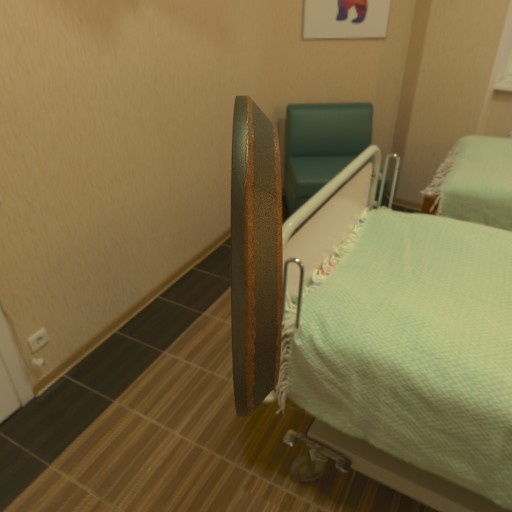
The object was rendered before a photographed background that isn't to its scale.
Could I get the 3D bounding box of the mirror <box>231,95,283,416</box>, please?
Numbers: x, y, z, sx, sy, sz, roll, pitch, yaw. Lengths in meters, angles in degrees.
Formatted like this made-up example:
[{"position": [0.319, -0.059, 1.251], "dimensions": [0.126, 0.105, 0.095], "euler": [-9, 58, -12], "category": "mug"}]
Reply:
[{"position": [0.000, 0.000, 1.333], "dimensions": [0.111, 0.907, 0.907], "euler": [0, 32, 0], "category": "mirror"}]
